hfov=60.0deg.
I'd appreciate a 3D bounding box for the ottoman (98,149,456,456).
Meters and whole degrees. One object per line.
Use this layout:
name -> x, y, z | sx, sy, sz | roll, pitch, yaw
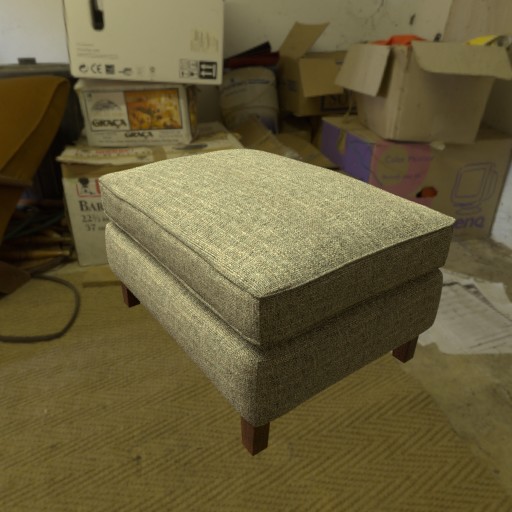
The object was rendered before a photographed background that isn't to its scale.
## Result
ottoman -> 0.000, 0.000, 1.007 | 0.508, 0.406, 0.686 | -18, 32, -31
